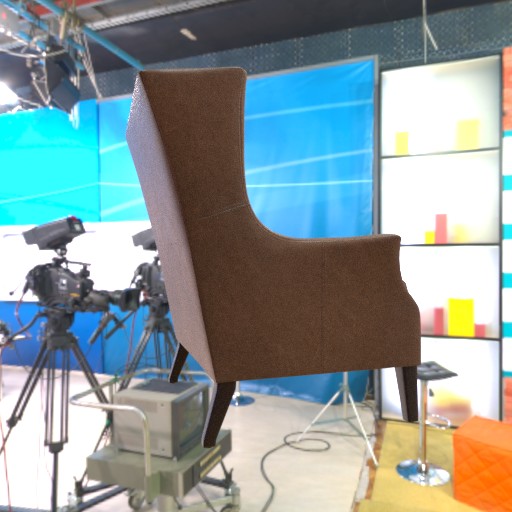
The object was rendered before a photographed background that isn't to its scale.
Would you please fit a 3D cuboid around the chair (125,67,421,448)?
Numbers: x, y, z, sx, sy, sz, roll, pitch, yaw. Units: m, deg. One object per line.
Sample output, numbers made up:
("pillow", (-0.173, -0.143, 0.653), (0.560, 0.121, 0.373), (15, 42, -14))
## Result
("chair", (0.000, 0.000, 1.665), (0.913, 1.088, 0.815), (0, 0, -19))
